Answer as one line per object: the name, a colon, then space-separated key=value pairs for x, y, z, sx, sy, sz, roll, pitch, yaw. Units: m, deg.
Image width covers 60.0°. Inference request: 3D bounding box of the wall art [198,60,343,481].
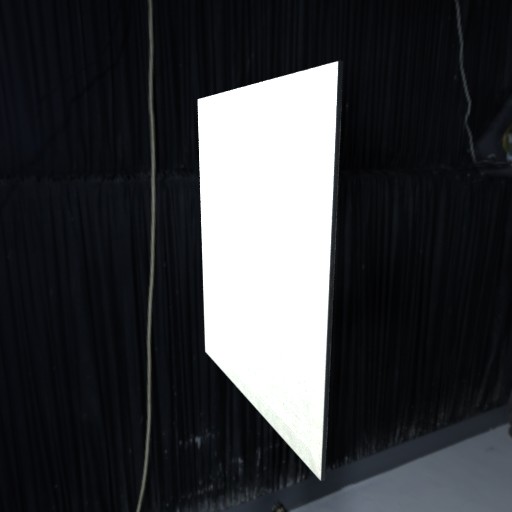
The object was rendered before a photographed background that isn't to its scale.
wall art: x=0.000 y=0.000 z=0.633 sx=0.023 sy=0.457 sz=0.381 roll=-7 pitch=15 yaw=-26
